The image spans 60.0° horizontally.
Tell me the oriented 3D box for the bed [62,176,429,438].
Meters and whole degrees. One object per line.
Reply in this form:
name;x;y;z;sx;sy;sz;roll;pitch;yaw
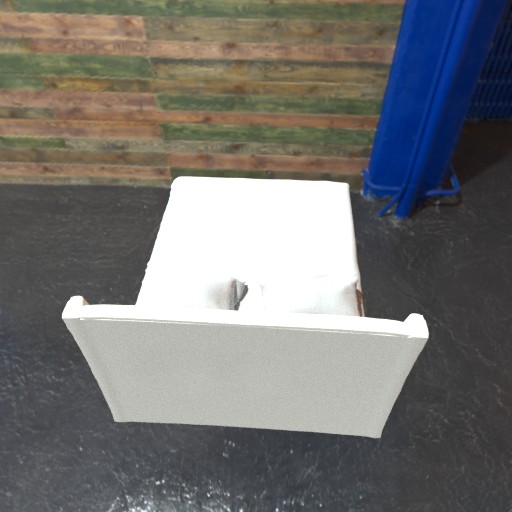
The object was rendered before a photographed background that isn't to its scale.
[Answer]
bed;0.000;0.000;3.508;1.925;1.332;2.276;3;46;3
